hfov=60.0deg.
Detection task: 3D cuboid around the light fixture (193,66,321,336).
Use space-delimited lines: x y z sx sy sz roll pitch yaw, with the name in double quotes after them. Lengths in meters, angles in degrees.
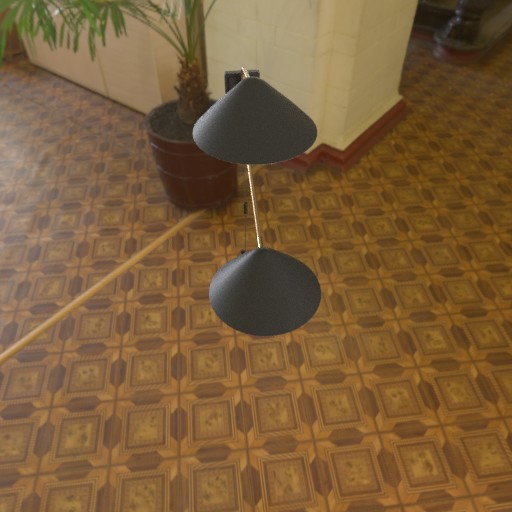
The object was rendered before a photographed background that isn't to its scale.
0.000 0.000 0.857 0.189 0.665 0.422 -5 46 -5 "light fixture"
